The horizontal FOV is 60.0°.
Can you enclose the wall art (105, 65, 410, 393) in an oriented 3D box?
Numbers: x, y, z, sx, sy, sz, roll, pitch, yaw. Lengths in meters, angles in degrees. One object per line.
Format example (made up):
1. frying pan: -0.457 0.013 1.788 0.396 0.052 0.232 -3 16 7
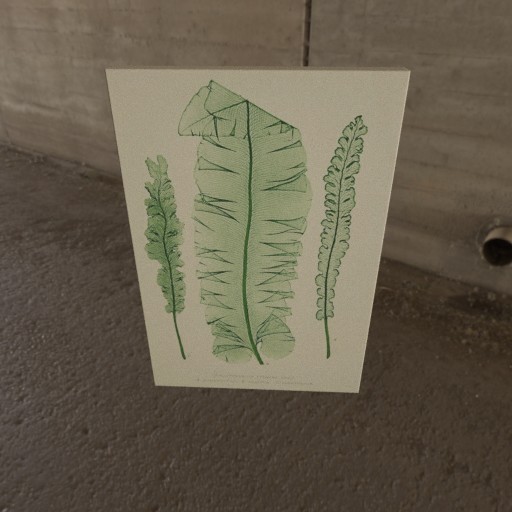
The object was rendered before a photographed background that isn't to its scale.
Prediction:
1. wall art: 0.000 0.000 0.773 0.418 0.608 0.038 1 30 2
